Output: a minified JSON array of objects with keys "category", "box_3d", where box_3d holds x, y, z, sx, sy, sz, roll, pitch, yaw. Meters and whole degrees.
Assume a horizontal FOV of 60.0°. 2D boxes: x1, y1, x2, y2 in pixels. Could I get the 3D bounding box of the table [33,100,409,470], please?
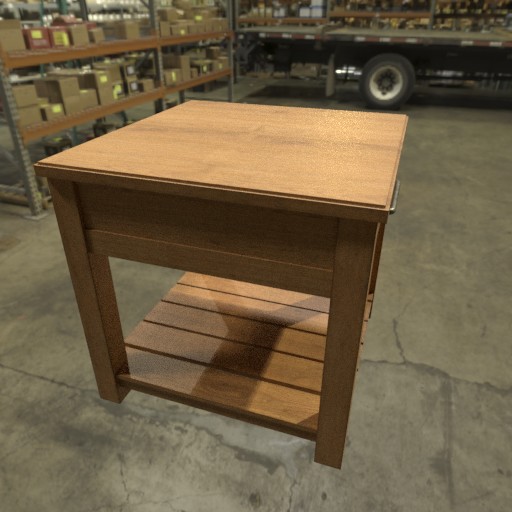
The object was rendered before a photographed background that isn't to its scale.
[{"category":"table","box_3d":[0.000,0.000,1.085,0.612,0.593,0.616,10,31,16]}]
